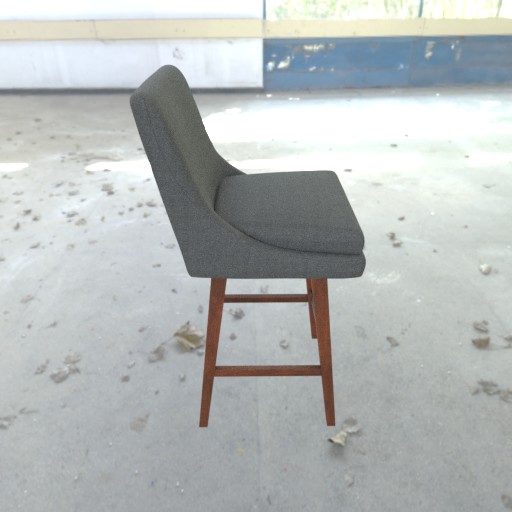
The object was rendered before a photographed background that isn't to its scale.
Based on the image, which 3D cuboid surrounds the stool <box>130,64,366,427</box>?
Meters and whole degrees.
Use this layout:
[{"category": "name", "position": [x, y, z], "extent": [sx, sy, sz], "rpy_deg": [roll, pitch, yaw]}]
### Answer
[{"category": "stool", "position": [0.000, 0.000, 1.277], "extent": [0.524, 0.977, 0.447], "rpy_deg": [0, 32, -1]}]
